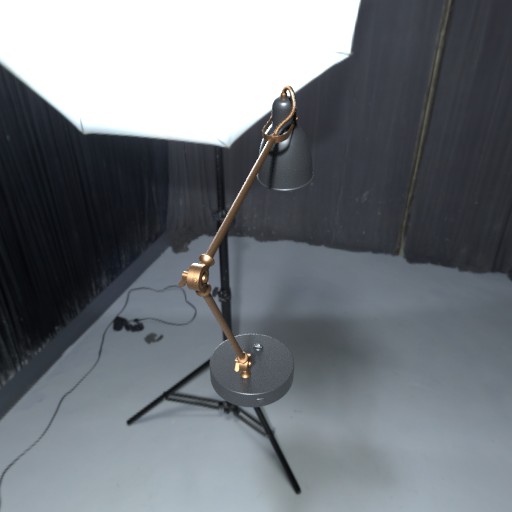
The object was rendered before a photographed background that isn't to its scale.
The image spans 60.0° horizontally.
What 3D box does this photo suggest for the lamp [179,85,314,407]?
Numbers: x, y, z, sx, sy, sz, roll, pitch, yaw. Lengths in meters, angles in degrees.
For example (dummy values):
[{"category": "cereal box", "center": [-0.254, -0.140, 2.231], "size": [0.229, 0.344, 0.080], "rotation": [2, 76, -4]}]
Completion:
[{"category": "lamp", "center": [0.000, 0.000, 0.874], "size": [0.187, 0.587, 0.561], "rotation": [9, 32, 15]}]
